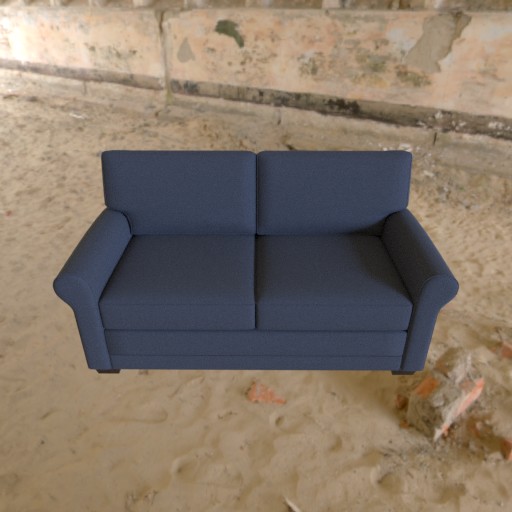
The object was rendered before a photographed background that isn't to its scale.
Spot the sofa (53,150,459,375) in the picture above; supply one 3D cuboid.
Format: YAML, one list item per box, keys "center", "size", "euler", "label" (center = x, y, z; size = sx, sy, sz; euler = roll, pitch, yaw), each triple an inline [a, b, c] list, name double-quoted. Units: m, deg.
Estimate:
- center: [0.000, 0.000, 2.527]
  size: [1.930, 1.020, 0.940]
  euler: [0, 31, 0]
  label: "sofa"
